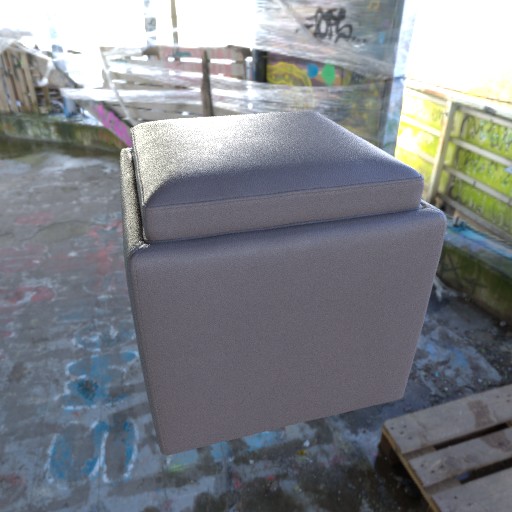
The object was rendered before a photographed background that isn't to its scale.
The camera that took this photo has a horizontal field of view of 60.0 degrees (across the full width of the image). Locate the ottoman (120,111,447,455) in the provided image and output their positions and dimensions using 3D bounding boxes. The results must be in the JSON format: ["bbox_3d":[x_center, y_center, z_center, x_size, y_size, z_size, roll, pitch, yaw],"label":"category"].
[{"bbox_3d":[0.000,0.000,0.822,0.451,0.460,0.450,-8,32,-13],"label":"ottoman"}]
